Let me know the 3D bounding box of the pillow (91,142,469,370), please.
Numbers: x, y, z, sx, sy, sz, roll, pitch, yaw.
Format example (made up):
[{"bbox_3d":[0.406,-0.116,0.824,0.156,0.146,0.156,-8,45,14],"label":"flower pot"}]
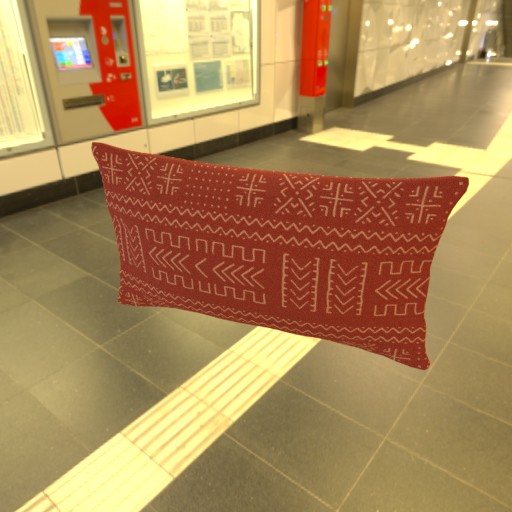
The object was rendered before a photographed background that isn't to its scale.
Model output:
[{"bbox_3d":[0.000,0.000,0.784,0.640,0.352,0.130,9,29,17],"label":"pillow"}]
